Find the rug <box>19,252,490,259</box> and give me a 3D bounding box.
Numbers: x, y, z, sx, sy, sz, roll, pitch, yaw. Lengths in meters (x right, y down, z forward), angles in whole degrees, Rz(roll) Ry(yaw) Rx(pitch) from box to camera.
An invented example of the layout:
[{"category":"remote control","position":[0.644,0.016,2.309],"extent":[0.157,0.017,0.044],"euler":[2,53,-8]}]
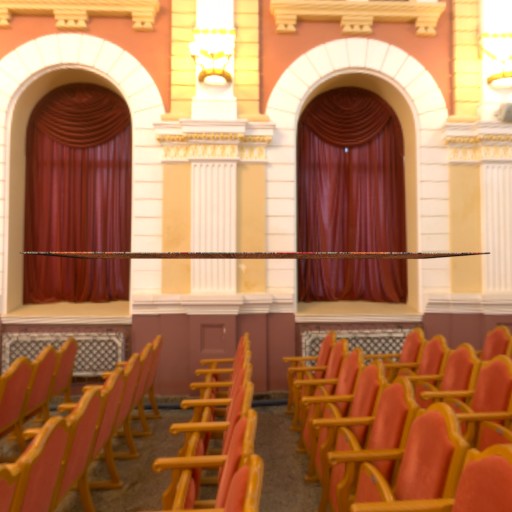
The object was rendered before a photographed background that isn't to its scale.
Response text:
[{"category":"rug","position":[0.000,0.000,2.622],"extent":[2.362,0.008,0.832],"euler":[0,-2,-1]}]
